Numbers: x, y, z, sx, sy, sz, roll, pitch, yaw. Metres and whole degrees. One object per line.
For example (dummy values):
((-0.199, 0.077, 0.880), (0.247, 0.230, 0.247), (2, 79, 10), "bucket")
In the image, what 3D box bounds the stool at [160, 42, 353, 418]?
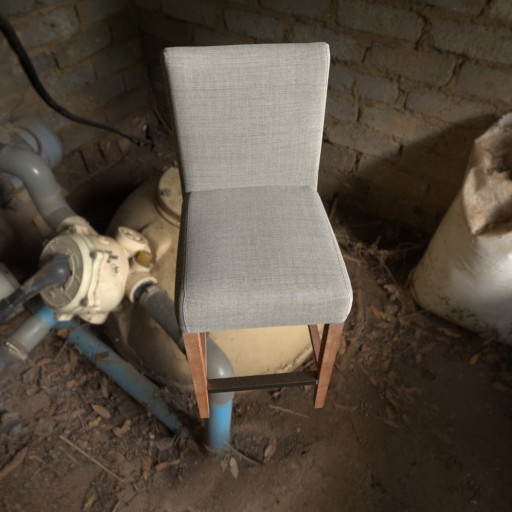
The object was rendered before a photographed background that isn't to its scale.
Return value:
((0.000, 0.000, 1.335), (0.454, 1.039, 0.567), (-4, 48, -3), "stool")
